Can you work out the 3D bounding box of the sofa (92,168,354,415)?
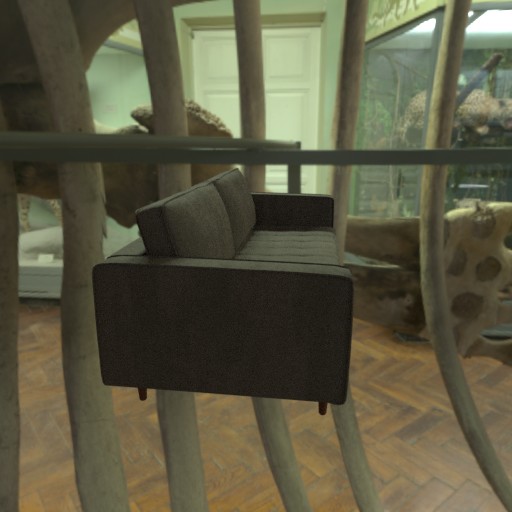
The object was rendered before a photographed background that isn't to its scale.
[{"bbox_3d":[0.000,0.000,2.430,0.924,0.825,1.920,2,16,7],"label":"sofa"}]
